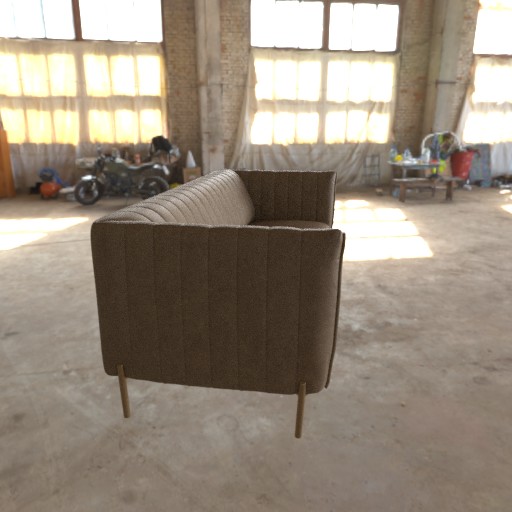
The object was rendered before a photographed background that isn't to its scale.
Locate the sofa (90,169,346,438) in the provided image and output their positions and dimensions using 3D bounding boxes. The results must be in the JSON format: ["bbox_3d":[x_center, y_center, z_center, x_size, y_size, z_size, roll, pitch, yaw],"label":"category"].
[{"bbox_3d":[0.000,0.000,2.449,0.876,0.779,1.980,3,17,9],"label":"sofa"}]
